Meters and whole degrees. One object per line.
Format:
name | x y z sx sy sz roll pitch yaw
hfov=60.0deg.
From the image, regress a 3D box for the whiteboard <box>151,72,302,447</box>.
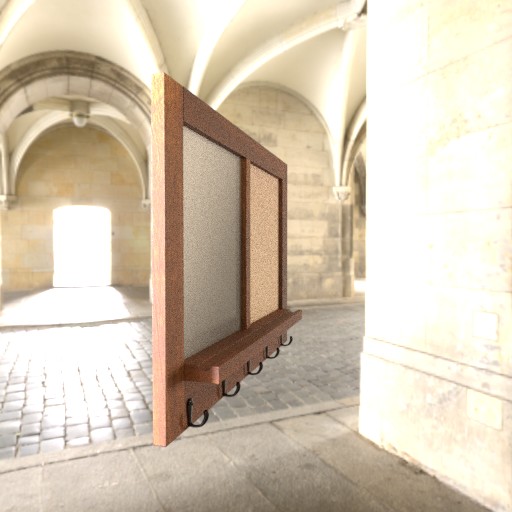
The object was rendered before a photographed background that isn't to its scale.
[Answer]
whiteboard | 0.000 0.000 1.027 0.083 0.559 0.783 0 1 17
